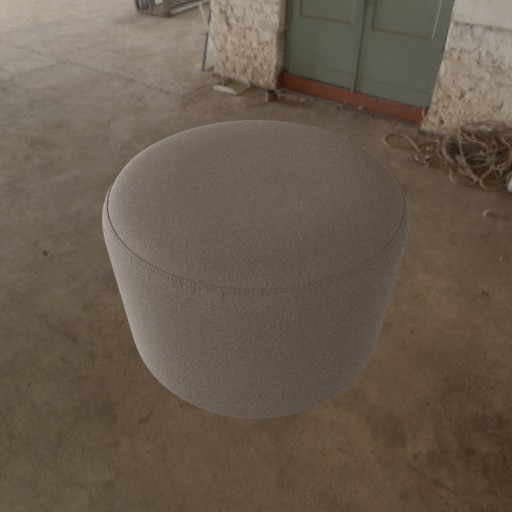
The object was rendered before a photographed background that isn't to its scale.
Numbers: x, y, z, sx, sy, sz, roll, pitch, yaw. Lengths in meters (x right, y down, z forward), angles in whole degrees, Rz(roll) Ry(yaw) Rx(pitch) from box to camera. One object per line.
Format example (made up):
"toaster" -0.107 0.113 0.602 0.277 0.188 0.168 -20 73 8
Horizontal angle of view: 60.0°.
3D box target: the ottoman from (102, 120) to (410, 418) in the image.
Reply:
"ottoman" 0.000 0.000 1.004 0.608 0.433 0.608 0 42 0
